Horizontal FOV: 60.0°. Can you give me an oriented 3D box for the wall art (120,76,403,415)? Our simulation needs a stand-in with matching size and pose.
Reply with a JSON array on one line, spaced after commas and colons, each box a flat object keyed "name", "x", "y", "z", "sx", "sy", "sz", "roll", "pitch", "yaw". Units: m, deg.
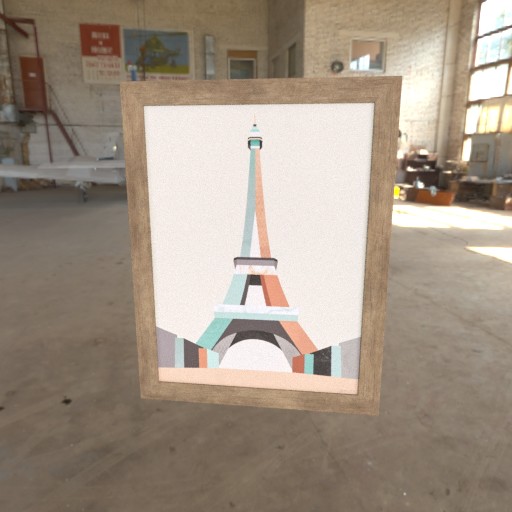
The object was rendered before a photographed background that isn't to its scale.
[{"name": "wall art", "x": 0.000, "y": 0.000, "z": 0.917, "sx": 0.534, "sy": 0.686, "sz": 0.018, "roll": 2, "pitch": 13, "yaw": 7}]
